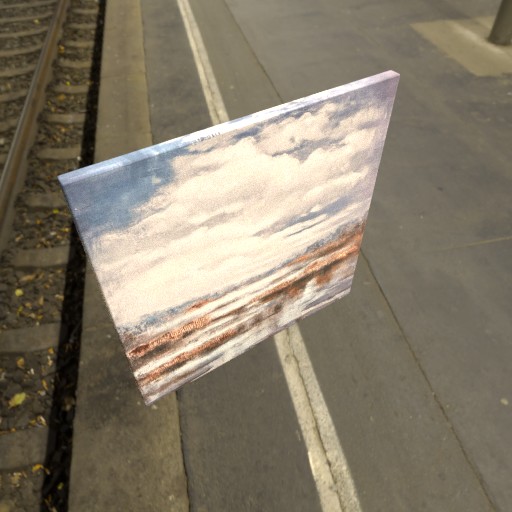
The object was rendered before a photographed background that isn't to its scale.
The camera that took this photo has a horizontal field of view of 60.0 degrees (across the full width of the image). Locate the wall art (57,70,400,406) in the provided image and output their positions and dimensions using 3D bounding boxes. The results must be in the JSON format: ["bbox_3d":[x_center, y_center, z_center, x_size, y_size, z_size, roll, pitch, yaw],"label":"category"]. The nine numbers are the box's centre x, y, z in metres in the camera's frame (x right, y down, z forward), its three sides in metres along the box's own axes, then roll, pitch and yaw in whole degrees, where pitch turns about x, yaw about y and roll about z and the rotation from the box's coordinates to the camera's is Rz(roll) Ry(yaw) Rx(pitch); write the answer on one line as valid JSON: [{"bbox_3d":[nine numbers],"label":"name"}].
[{"bbox_3d":[0.000,0.000,1.323,0.888,0.897,0.035,-25,50,-23],"label":"wall art"}]
